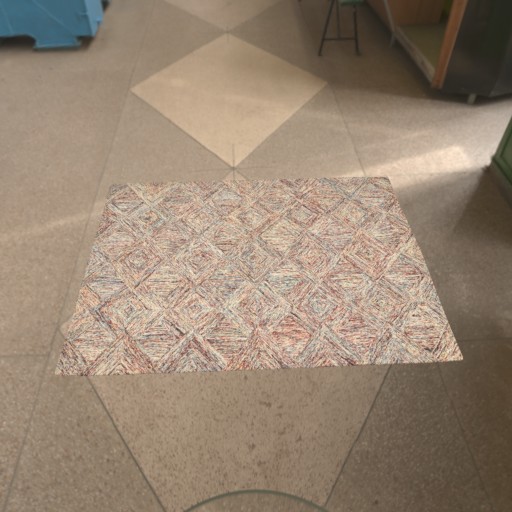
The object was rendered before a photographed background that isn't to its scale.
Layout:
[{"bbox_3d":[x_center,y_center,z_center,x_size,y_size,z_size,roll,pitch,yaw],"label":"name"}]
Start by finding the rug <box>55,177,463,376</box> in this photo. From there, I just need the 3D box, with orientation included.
[{"bbox_3d":[0.000,0.000,4.294,3.226,0.024,2.436,-2,46,-2],"label":"rug"}]
